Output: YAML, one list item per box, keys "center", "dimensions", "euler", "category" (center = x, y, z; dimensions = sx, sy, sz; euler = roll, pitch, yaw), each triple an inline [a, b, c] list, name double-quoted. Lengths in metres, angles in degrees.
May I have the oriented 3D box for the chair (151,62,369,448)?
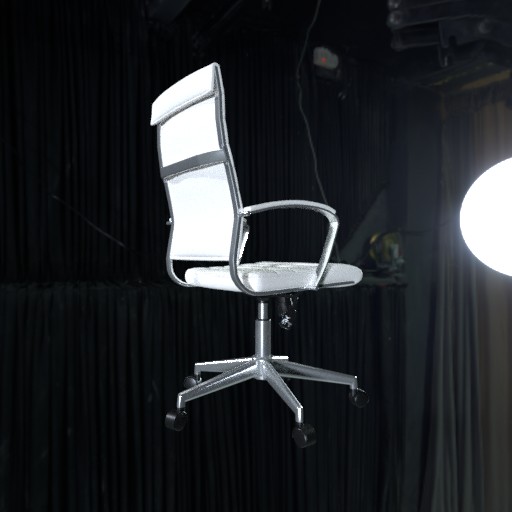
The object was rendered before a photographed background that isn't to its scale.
- center: [0.000, 0.000, 1.671]
  dimensions: [0.739, 1.149, 0.766]
  euler: [0, 0, -36]
  category: "chair"
